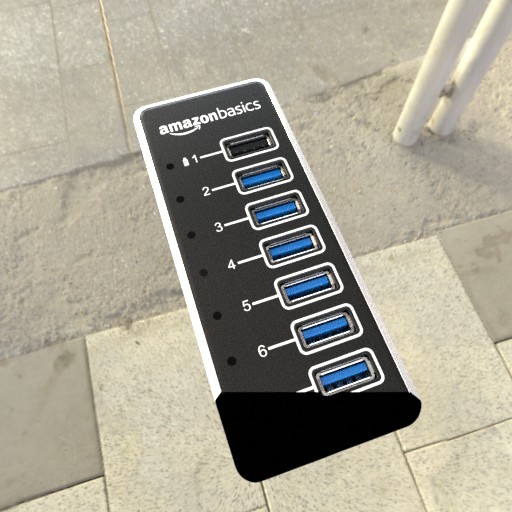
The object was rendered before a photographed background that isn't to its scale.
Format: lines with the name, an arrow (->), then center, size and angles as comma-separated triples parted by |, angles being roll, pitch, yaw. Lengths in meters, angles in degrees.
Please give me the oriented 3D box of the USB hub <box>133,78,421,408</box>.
USB hub -> 0.000, 0.000, 0.127 | 0.044, 0.023, 0.110 | -17, 66, -8
